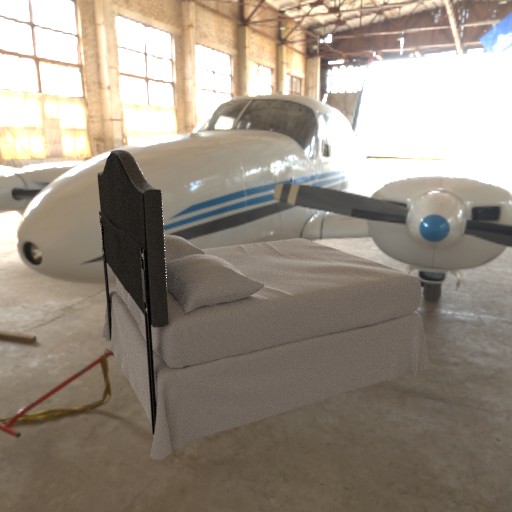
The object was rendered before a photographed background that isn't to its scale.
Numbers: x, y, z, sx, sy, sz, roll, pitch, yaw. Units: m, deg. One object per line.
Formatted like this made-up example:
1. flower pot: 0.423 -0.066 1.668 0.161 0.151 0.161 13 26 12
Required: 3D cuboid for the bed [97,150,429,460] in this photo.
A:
1. bed: 0.000 0.000 3.500 2.221 1.645 1.876 -7 16 -26
